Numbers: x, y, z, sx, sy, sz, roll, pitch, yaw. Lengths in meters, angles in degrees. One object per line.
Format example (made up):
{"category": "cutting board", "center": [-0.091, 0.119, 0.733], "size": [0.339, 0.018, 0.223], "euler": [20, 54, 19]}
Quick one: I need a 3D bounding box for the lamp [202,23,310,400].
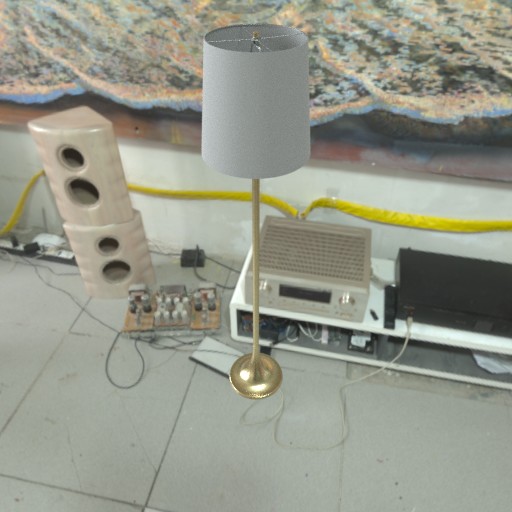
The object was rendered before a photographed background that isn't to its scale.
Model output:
{"category": "lamp", "center": [0.000, 0.000, 1.660], "size": [0.337, 1.543, 0.337], "euler": [0, 41, 0]}
